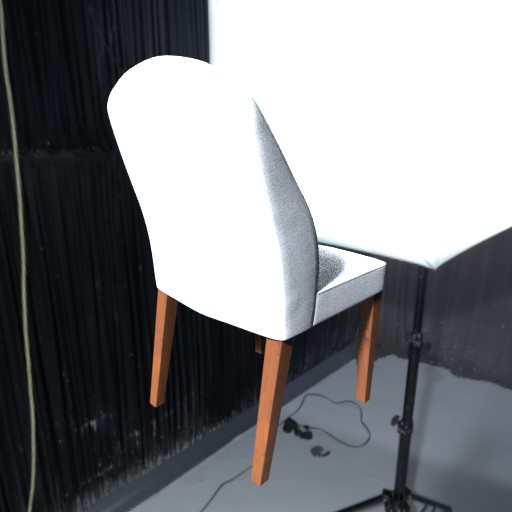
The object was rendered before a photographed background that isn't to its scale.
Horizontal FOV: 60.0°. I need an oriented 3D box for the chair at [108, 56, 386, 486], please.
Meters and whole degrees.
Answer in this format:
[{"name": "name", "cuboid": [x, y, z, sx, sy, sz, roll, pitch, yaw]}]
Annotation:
[{"name": "chair", "cuboid": [0.000, 0.000, 1.139, 0.472, 0.893, 0.540, 16, 22, 42]}]
